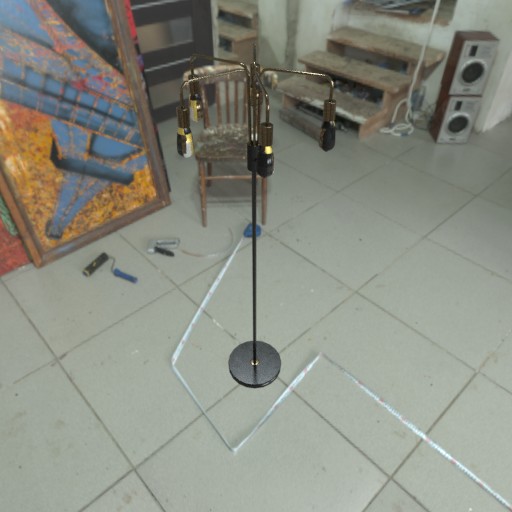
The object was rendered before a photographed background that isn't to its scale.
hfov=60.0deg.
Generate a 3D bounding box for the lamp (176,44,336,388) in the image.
[{"bbox_3d":[0.000,0.000,2.066,0.599,1.721,0.572,12,43,13],"label":"lamp"}]
